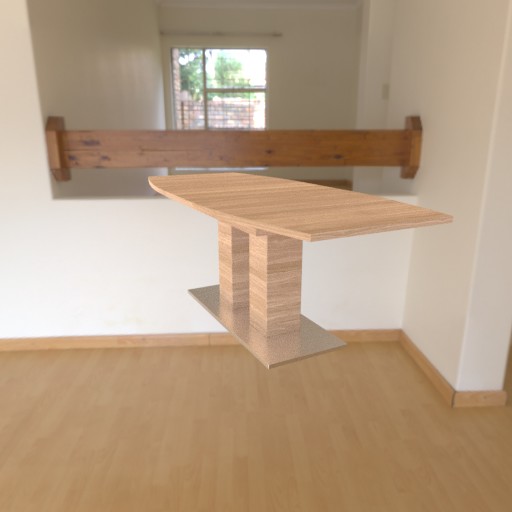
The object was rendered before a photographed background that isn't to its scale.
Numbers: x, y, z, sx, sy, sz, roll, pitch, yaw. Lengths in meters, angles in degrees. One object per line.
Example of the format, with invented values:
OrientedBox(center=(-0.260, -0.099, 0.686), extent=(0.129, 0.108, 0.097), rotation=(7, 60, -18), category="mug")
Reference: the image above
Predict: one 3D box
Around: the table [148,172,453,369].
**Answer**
OrientedBox(center=(0.000, 0.000, 2.541), extent=(0.900, 0.750, 2.032), rotation=(-8, 18, -26), category="table")
